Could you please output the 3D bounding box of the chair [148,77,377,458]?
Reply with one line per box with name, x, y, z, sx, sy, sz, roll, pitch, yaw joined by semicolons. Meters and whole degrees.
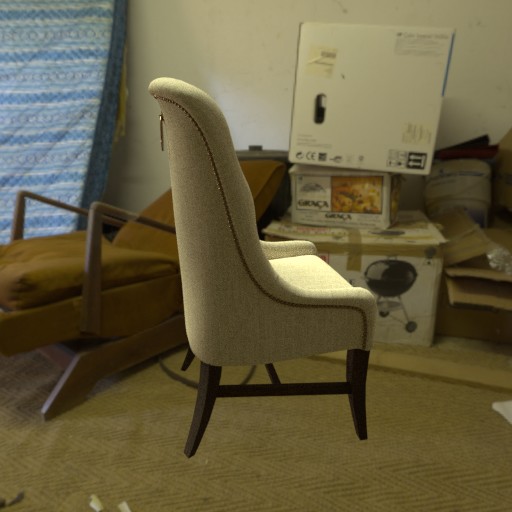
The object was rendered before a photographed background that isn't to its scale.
chair;0.000;0.000;1.479;0.629;1.091;0.634;-3;17;-10
